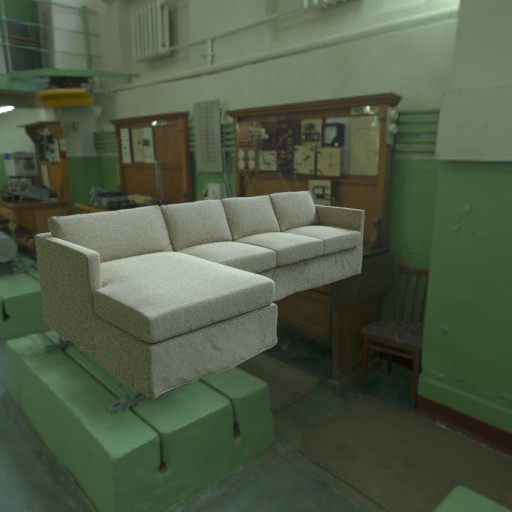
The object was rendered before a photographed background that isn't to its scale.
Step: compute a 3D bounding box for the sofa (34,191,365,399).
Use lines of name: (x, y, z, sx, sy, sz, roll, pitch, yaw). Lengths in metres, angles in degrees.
sofa: (0.000, 0.000, 3.942, 3.205, 0.922, 1.650, -13, 18, -43)
